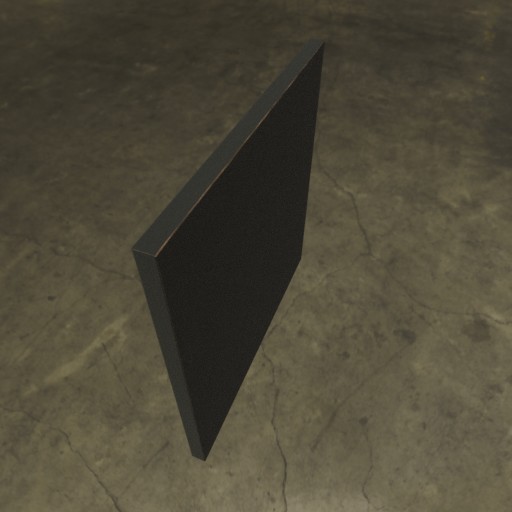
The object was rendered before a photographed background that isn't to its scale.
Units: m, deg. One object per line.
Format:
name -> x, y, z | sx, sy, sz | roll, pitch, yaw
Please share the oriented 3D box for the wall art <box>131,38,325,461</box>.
wall art -> 0.000, 0.000, 1.094 | 0.038, 0.762, 0.762 | 17, 49, 15
